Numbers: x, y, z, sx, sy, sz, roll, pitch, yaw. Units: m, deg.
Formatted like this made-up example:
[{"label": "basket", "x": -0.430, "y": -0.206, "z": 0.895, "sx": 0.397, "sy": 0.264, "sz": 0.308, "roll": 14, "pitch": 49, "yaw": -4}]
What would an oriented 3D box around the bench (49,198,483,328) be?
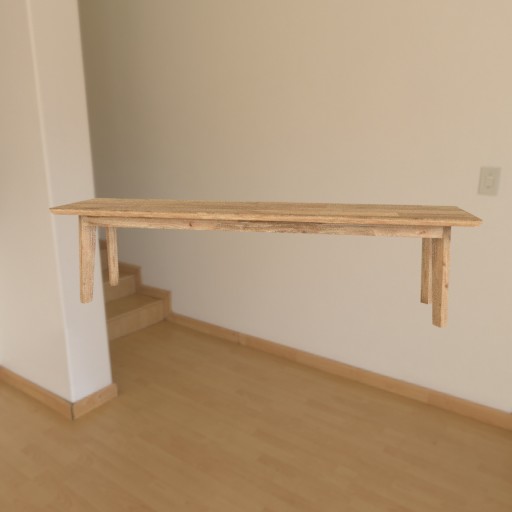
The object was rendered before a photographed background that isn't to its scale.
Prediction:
[{"label": "bench", "x": 0.000, "y": 0.000, "z": 1.944, "sx": 1.698, "sy": 0.431, "sz": 0.378, "roll": 3, "pitch": 14, "yaw": 10}]
